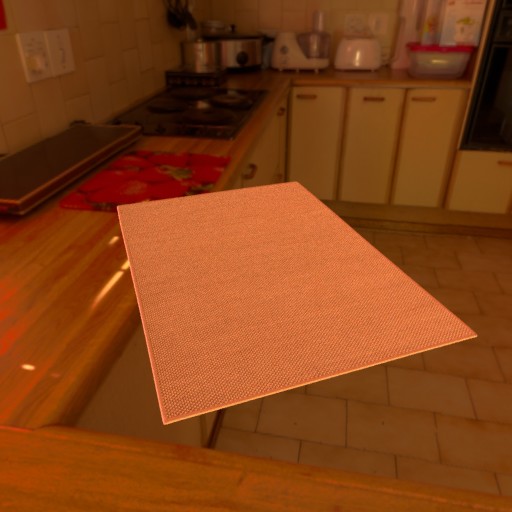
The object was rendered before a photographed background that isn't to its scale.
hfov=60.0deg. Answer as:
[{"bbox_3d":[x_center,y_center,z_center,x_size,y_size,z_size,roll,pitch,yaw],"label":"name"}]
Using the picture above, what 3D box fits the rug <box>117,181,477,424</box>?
[{"bbox_3d":[0.000,0.000,2.781,1.524,0.013,2.134,-10,32,-17],"label":"rug"}]
